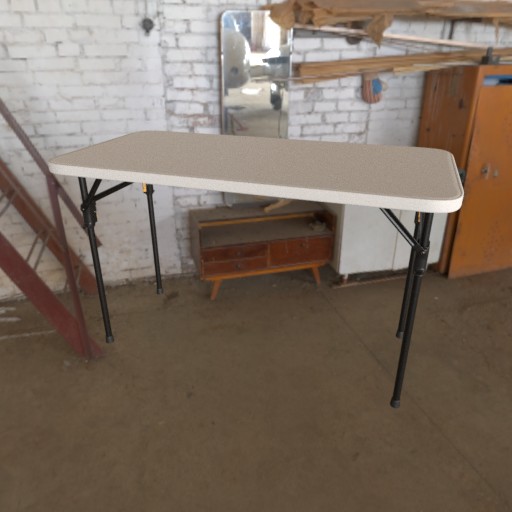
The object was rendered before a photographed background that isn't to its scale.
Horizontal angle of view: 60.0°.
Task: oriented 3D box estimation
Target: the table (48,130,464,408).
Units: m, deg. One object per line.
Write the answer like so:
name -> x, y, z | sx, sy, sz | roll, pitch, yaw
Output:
table -> 0.000, 0.000, 1.601 | 1.219, 0.729, 0.610 | 8, 27, 17
